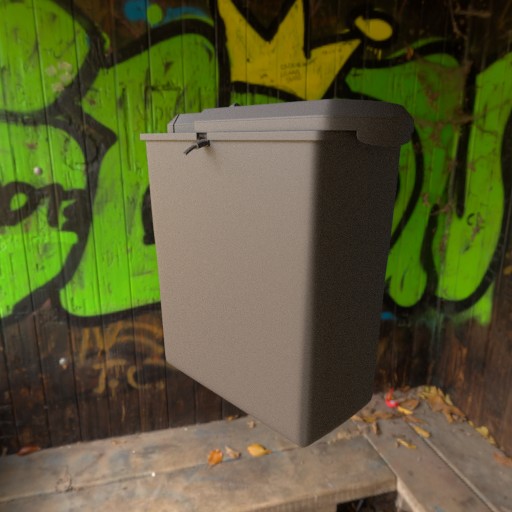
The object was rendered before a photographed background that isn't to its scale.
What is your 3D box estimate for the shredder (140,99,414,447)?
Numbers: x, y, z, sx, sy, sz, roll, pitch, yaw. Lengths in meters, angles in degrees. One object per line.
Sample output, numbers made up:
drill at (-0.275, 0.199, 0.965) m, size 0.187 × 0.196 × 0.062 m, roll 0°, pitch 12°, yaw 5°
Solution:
shredder at (0.000, 0.000, 0.518) m, size 0.170 × 0.335 × 0.320 m, roll -14°, pitch 20°, yaw -42°
